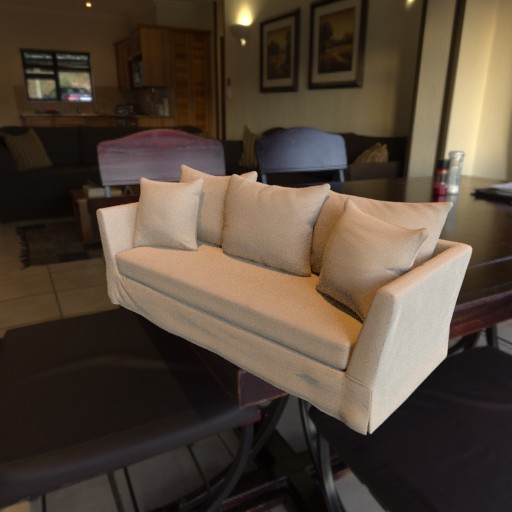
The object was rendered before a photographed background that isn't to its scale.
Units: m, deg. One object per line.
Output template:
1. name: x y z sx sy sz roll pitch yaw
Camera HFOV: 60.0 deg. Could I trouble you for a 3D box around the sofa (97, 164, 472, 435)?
1. sofa: 0.000 0.000 3.064 2.499 1.047 1.046 16 24 40
